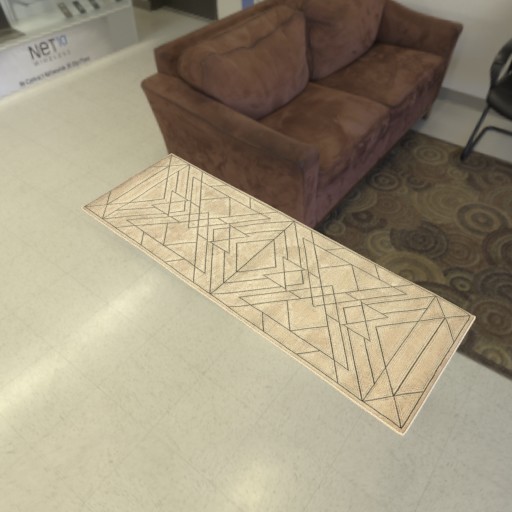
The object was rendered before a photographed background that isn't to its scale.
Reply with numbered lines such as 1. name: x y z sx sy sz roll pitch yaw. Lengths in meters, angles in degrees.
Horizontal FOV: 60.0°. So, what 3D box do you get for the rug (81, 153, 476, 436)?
1. rug: 0.000 0.000 2.674 2.381 0.036 0.831 31 54 26
